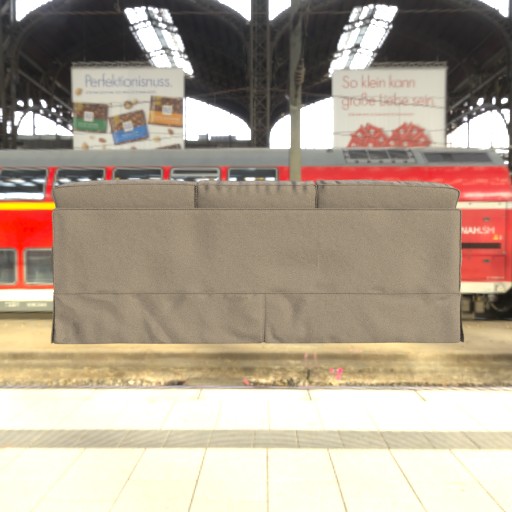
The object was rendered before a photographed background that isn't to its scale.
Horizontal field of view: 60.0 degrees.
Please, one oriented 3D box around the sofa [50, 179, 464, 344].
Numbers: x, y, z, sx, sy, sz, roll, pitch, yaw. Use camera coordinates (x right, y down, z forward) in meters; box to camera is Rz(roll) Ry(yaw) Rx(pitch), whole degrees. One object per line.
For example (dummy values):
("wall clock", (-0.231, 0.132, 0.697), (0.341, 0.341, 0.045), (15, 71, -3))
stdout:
("sofa", (0.000, 0.000, 3.414), (2.475, 0.978, 1.733), (0, 2, -1))
